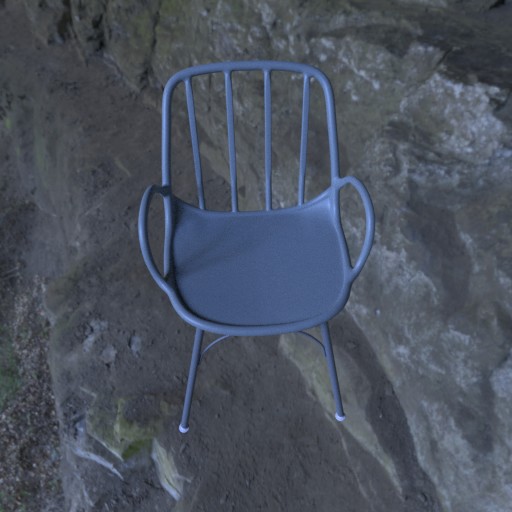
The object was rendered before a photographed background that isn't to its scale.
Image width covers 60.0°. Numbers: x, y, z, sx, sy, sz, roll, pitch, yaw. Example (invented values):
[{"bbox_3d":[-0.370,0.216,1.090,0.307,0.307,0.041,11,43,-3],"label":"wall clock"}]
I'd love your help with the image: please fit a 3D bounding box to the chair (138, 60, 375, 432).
[{"bbox_3d":[0.000,0.000,1.206,0.549,0.816,0.597,-3,46,-3],"label":"chair"}]
